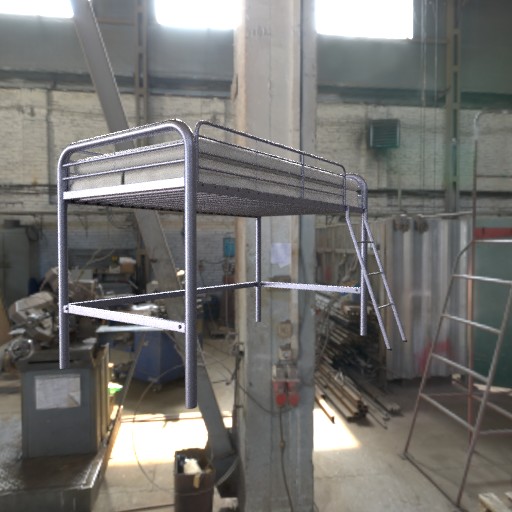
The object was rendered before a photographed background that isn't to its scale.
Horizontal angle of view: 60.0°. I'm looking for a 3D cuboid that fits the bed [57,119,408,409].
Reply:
[{"bbox_3d":[0.000,0.000,2.929,1.415,1.288,1.965,1,2,37],"label":"bed"}]
